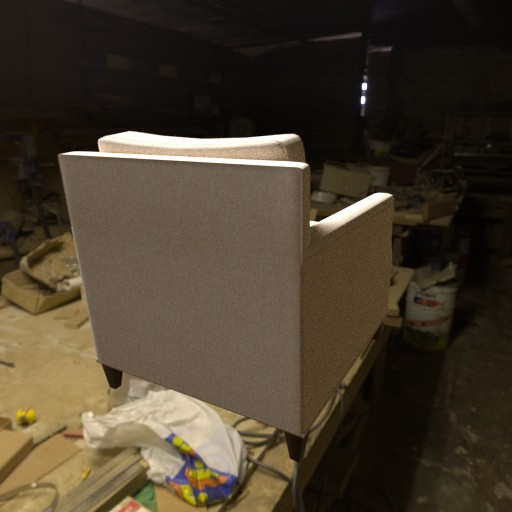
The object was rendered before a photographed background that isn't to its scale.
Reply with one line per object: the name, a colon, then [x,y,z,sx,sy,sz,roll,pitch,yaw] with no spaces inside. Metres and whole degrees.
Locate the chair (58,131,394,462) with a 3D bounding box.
chair: [0.000,0.000,1.724,0.838,0.940,1.041,9,19,28]
